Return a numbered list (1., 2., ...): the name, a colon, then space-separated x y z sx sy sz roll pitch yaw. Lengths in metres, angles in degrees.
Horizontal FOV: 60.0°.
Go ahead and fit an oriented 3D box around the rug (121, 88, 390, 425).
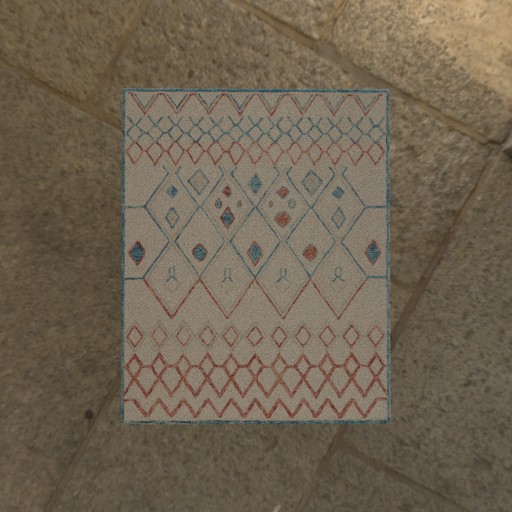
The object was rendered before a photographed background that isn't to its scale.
1. rug: 0.000 0.000 4.031 2.441 0.016 3.050 0 89 0
